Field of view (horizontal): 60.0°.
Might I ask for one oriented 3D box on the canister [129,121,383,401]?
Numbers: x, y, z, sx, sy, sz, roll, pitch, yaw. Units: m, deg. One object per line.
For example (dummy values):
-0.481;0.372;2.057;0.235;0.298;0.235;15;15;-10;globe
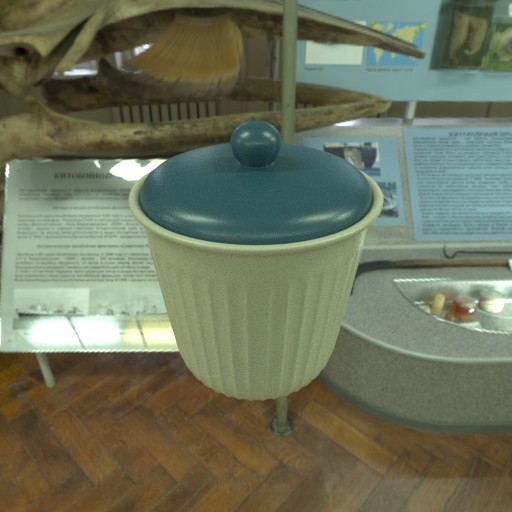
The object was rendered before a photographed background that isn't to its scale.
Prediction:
0.000;0.000;0.354;0.181;0.211;0.181;0;31;0;canister
